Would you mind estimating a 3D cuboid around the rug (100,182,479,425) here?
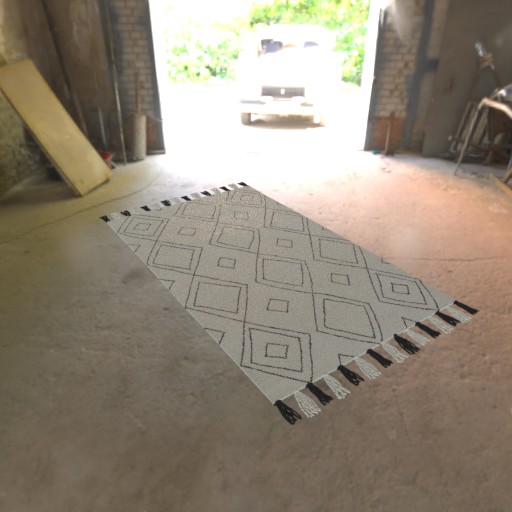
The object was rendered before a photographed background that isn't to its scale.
[{"bbox_3d":[0.000,0.000,3.362,1.524,0.021,2.755,-19,36,-29],"label":"rug"}]
